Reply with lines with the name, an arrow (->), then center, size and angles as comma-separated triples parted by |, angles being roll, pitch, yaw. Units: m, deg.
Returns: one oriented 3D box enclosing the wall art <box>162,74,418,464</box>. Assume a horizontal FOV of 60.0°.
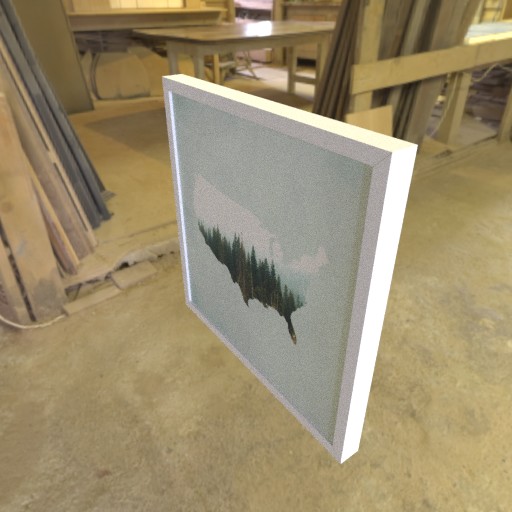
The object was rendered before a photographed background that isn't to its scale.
wall art -> 0.000, 0.000, 0.755 | 0.040, 0.509, 0.509 | -21, 38, -30
